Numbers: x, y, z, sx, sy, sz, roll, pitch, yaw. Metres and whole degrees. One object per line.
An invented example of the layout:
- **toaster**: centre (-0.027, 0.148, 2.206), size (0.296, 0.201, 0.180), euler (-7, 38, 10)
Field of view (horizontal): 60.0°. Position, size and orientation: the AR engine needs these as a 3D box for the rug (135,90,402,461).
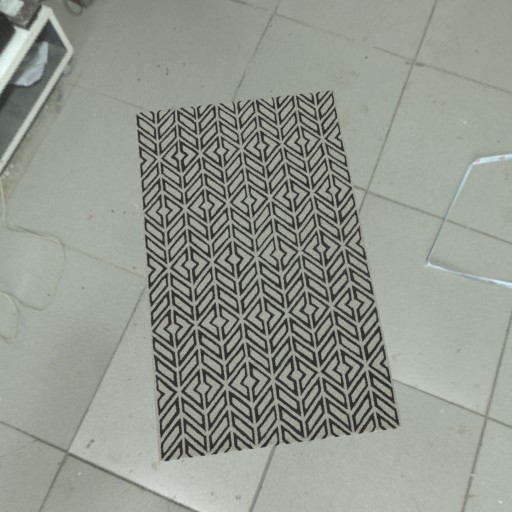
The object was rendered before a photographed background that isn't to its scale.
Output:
- **rug**: centre (0.000, 0.000, 3.052), size (1.523, 0.008, 2.438), euler (-7, 75, -2)
